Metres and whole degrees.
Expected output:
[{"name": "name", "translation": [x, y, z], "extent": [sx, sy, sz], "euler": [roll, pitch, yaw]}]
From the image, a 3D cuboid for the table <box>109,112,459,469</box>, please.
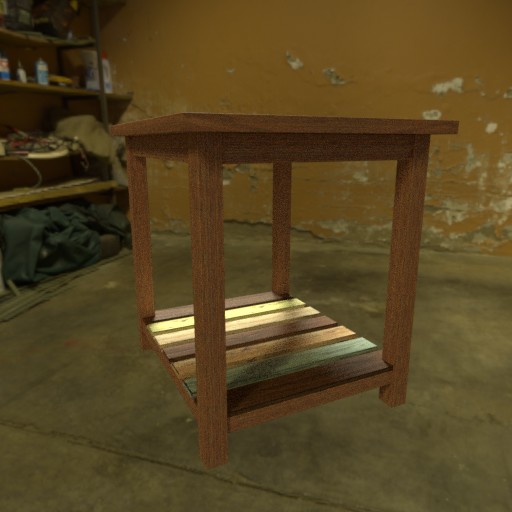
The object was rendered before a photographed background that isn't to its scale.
[{"name": "table", "translation": [0.000, 0.000, 1.111], "extent": [0.559, 0.635, 0.660], "euler": [-7, 16, -25]}]
